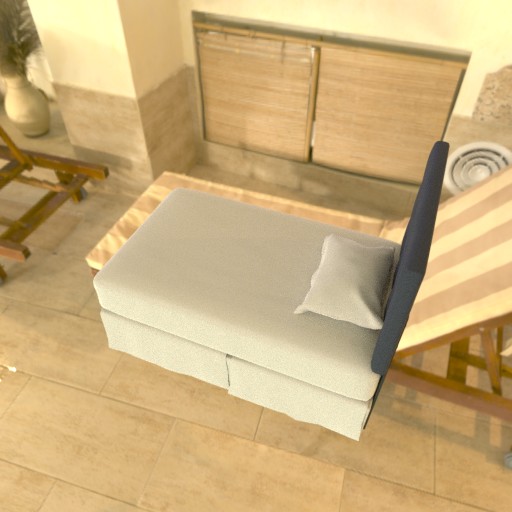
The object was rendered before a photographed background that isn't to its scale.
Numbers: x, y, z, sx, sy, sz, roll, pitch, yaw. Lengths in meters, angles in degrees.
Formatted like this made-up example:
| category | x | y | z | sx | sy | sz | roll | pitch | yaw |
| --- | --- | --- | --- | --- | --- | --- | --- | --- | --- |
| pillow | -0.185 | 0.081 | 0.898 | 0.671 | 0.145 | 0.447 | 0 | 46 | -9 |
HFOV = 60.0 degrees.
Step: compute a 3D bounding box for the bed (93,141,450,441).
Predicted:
| category | x | y | z | sx | sy | sz | roll | pitch | yaw |
| --- | --- | --- | --- | --- | --- | --- | --- | --- | --- |
| bed | 0.000 | 0.000 | 3.004 | 1.997 | 1.571 | 1.261 | 16 | 47 | 16 |
